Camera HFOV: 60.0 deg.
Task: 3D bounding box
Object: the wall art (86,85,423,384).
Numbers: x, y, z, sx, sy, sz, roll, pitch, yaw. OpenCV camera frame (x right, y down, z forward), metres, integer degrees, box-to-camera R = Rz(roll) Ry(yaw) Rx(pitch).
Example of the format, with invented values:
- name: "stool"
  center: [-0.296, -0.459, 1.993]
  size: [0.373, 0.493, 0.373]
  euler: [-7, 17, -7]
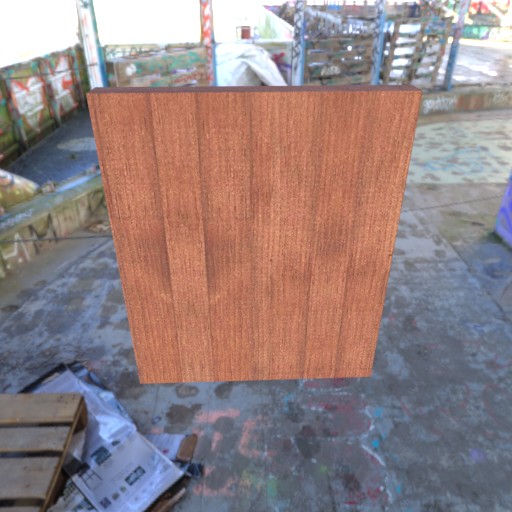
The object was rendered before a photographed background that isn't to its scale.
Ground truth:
- name: "wall art"
  center: [0.000, 0.000, 0.628]
  size: [0.377, 0.449, 0.039]
  euler: [-1, 31, -2]
